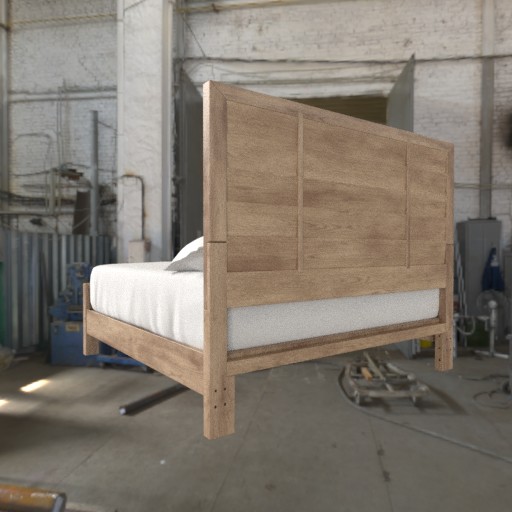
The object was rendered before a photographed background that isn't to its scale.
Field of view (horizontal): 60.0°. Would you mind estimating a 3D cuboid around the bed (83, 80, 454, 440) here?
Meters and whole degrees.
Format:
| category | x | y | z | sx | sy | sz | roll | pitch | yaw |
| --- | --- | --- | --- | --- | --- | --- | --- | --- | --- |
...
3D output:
| category | x | y | z | sx | sy | sz | roll | pitch | yaw |
| --- | --- | --- | --- | --- | --- | --- | --- | --- | --- |
| bed | 0.000 | 0.000 | 3.424 | 2.032 | 1.626 | 2.062 | -1 | 1 | -36 |
